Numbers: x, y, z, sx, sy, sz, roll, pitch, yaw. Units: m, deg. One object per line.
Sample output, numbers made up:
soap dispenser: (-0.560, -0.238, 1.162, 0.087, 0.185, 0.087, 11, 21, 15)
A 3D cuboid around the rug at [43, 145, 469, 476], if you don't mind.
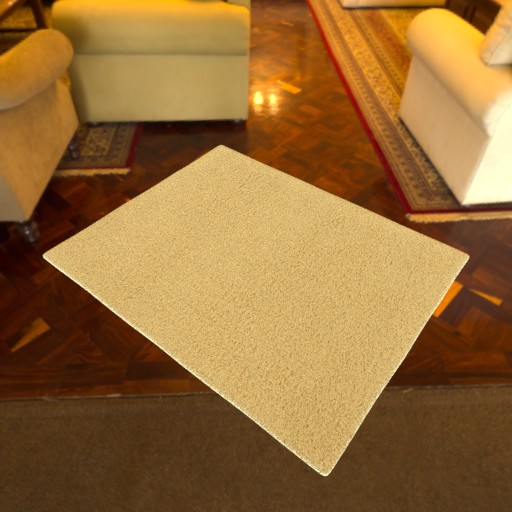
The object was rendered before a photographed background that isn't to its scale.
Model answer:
rug: (0.000, 0.000, 4.031, 3.047, 0.029, 2.438, 30, 52, 26)
